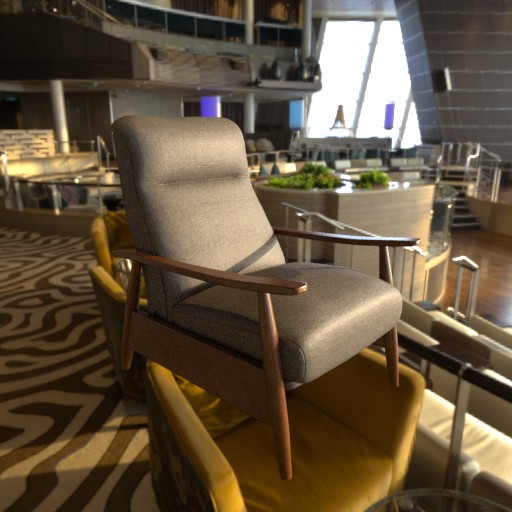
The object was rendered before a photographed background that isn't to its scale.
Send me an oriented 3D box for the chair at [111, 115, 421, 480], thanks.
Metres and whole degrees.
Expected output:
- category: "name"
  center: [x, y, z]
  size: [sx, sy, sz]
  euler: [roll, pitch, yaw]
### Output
- category: "chair"
  center: [0.000, 0.000, 1.765]
  size: [1.014, 1.081, 0.762]
  euler: [15, 21, 42]
